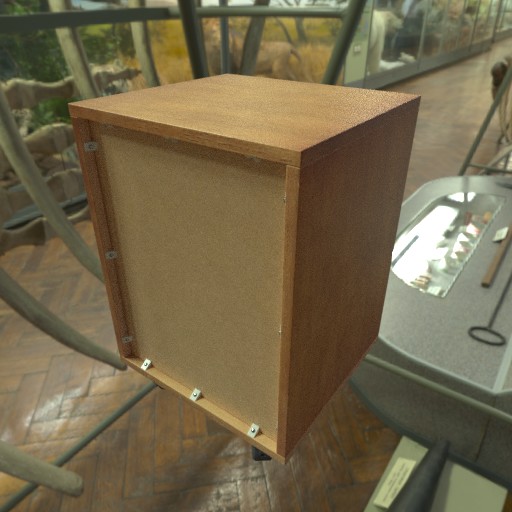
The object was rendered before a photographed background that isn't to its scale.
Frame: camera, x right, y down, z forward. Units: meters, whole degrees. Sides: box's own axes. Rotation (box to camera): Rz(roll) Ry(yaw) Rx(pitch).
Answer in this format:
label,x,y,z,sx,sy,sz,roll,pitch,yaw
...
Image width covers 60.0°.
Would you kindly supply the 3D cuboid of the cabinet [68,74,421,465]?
label,x,y,z,sx,sy,sz,roll,pitch,yaw
cabinet,0.000,0.000,0.848,0.409,0.579,0.401,20,36,31
